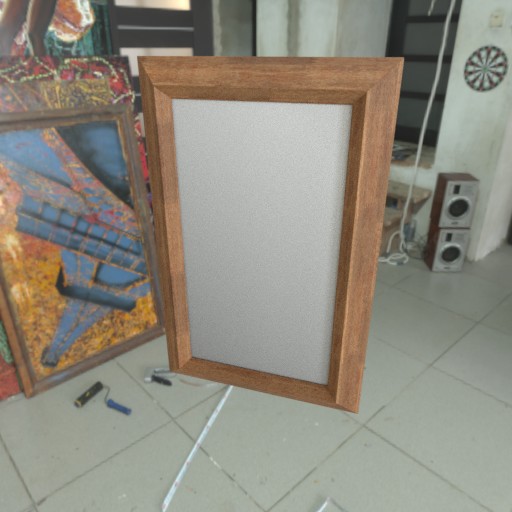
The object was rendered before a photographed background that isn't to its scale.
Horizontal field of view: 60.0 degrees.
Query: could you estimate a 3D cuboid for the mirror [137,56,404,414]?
[{"bbox_3d":[0.000,0.000,1.231,0.651,1.010,0.047,8,26,16],"label":"mirror"}]
